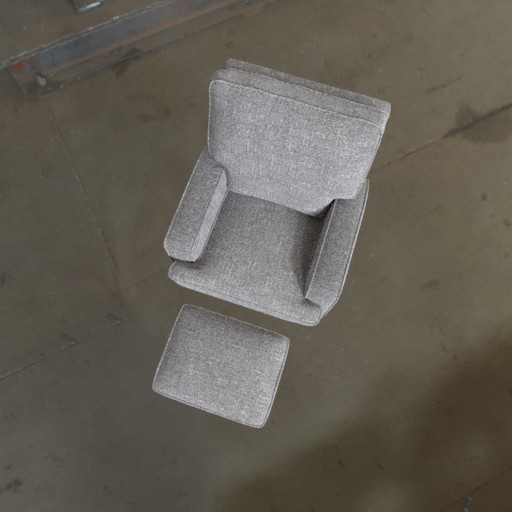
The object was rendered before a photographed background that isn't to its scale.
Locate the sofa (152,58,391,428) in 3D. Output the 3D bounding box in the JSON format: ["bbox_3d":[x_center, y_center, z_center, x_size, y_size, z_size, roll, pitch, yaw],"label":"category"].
[{"bbox_3d":[0.000,0.000,2.082,0.861,0.959,1.472,18,75,5],"label":"sofa"}]
